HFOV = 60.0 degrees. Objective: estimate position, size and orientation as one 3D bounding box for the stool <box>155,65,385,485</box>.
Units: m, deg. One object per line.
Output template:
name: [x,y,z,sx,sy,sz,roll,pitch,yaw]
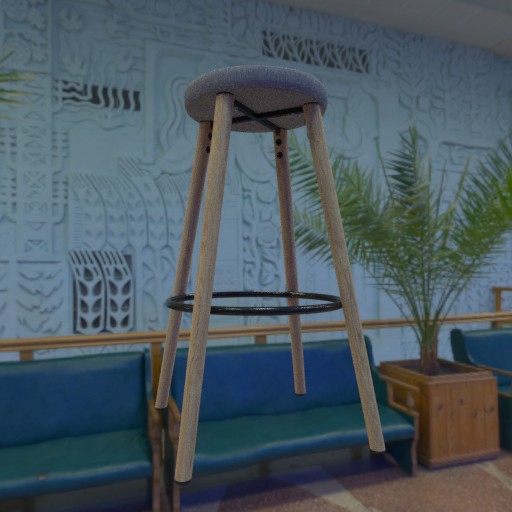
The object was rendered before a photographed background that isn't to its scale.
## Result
stool: [0.000,0.000,0.997,0.410,0.770,0.410,0,0,-18]
